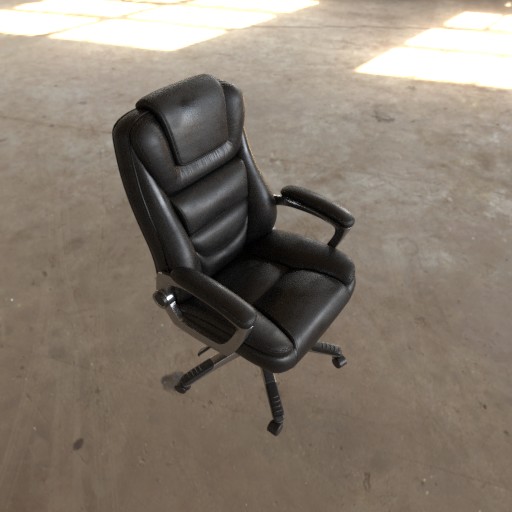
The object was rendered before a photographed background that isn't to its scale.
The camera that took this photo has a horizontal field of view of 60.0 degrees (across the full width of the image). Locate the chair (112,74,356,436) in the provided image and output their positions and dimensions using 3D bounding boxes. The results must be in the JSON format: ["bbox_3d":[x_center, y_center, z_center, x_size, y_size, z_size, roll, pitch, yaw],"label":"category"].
[{"bbox_3d":[0.000,0.000,1.542,0.689,1.075,0.697,27,47,27],"label":"chair"}]
